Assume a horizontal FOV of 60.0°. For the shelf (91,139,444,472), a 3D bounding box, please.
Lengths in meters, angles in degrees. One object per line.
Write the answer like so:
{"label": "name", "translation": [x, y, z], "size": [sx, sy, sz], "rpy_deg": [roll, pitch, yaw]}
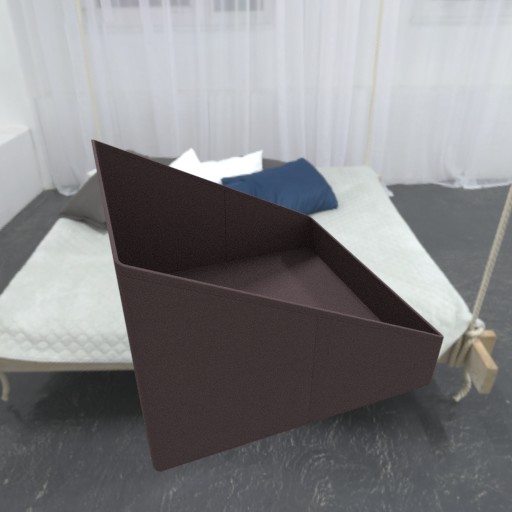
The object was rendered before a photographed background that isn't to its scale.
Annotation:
{"label": "shelf", "translation": [0.000, 0.000, 0.483], "size": [0.292, 0.210, 0.292], "rpy_deg": [-11, 32, -18]}
